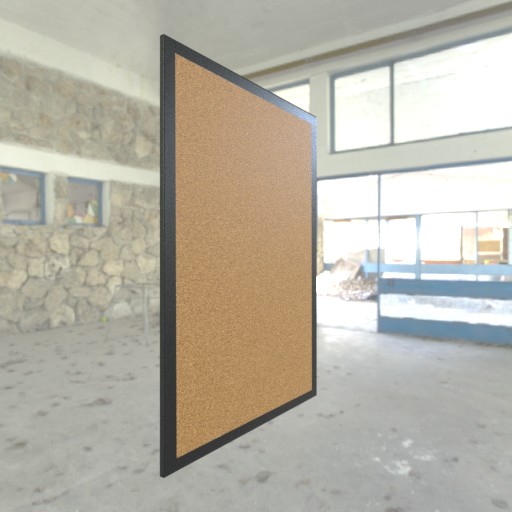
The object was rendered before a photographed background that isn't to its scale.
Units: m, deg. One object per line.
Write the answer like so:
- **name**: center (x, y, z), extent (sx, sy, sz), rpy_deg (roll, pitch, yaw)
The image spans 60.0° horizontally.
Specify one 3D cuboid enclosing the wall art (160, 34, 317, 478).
- **wall art**: center (0.000, 0.000, 1.256), extent (0.013, 0.967, 0.707), rpy_deg (0, 0, 36)
